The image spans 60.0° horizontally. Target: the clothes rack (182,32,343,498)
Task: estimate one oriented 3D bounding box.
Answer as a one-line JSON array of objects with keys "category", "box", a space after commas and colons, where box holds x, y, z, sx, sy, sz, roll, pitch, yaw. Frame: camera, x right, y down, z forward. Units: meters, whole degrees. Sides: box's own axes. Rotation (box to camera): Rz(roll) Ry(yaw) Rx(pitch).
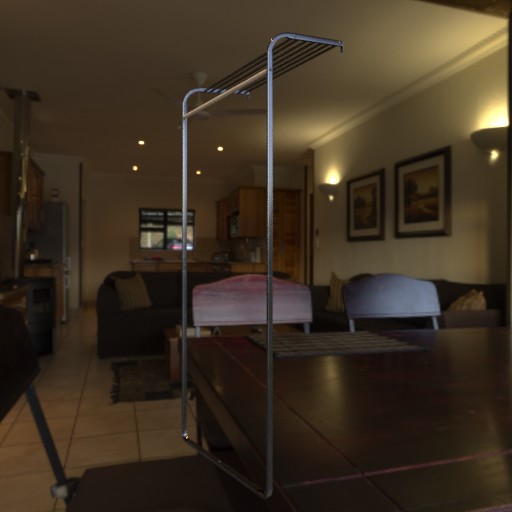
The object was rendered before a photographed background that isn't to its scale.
[{"category": "clothes rack", "box": [0.000, 0.000, 1.760, 0.349, 1.574, 0.609, 0, 0, -36]}]
